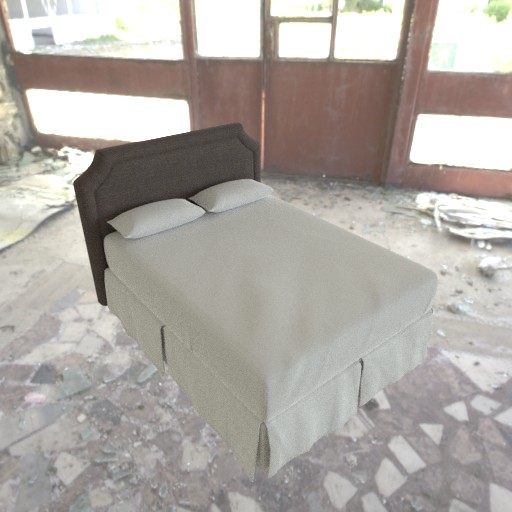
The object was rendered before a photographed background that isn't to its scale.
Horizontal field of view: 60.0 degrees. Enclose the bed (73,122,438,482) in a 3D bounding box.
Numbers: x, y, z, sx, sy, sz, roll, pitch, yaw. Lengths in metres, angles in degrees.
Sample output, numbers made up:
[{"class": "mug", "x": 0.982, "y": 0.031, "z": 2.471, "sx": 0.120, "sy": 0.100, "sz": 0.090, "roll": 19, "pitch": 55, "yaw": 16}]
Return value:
[{"class": "bed", "x": 0.000, "y": 0.000, "z": 3.135, "sx": 1.693, "sy": 1.290, "sz": 2.116, "roll": -22, "pitch": 37, "yaw": -33}]
